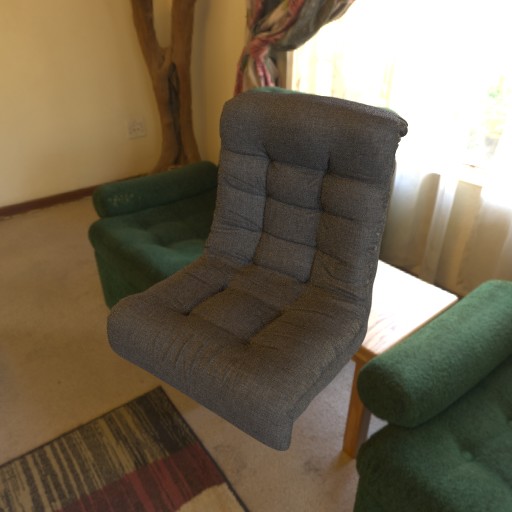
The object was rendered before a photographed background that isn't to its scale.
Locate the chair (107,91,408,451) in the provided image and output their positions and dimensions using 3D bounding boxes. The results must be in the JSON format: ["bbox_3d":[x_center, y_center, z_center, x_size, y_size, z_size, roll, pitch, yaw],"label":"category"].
[{"bbox_3d":[0.000,0.000,1.208,0.597,0.749,0.668,19,35,29],"label":"chair"}]
